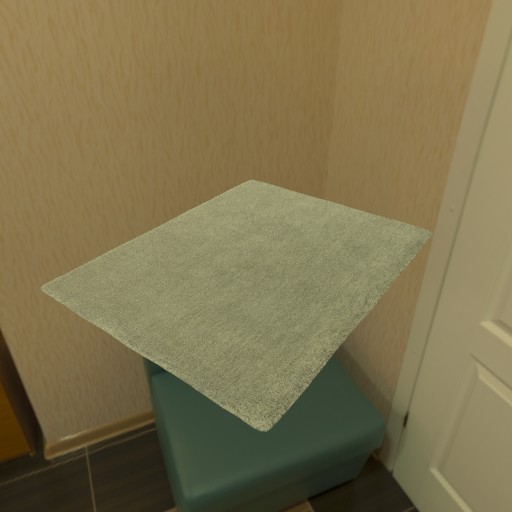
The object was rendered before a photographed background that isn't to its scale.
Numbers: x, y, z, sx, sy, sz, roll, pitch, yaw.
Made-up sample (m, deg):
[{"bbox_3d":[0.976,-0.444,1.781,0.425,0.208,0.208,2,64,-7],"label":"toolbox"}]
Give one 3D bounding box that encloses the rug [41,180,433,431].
[{"bbox_3d":[0.000,0.000,4.052,2.332,0.027,2.933,22,38,30],"label":"rug"}]
